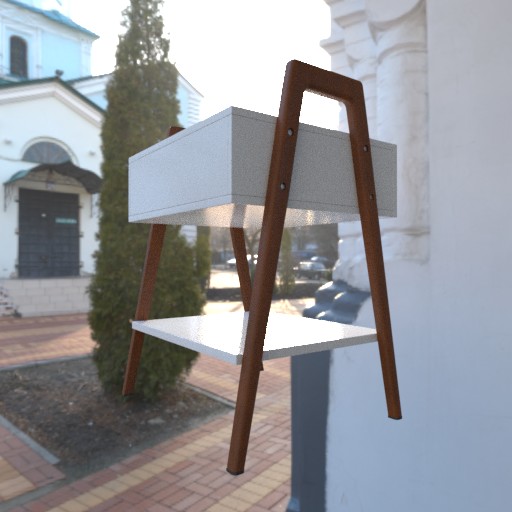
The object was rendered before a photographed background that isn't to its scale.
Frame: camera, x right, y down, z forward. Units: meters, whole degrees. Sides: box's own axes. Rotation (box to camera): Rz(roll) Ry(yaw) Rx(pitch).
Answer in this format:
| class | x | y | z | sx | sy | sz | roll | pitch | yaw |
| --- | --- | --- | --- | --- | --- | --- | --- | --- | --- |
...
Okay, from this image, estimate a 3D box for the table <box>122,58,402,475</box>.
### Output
| class | x | y | z | sx | sy | sz | roll | pitch | yaw |
| --- | --- | --- | --- | --- | --- | --- | --- | --- | --- |
| table | 0.000 | 0.000 | 0.915 | 0.405 | 0.610 | 0.457 | 0 | 0 | -36 |
